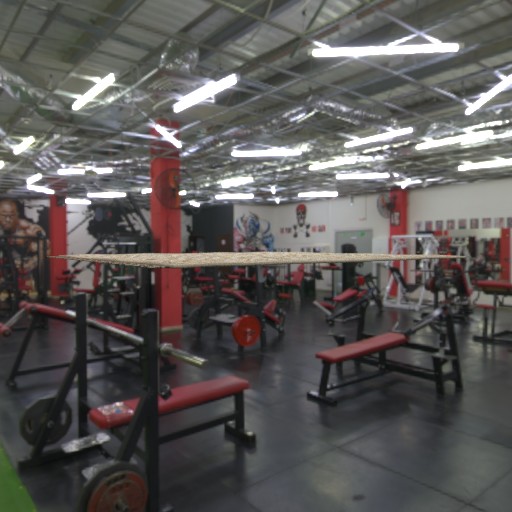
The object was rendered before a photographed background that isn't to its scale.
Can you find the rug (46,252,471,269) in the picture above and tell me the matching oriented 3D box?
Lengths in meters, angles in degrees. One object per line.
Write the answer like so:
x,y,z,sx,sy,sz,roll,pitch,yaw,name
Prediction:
0.000,0.000,4.032,3.061,0.034,2.426,-1,2,-37,rug
